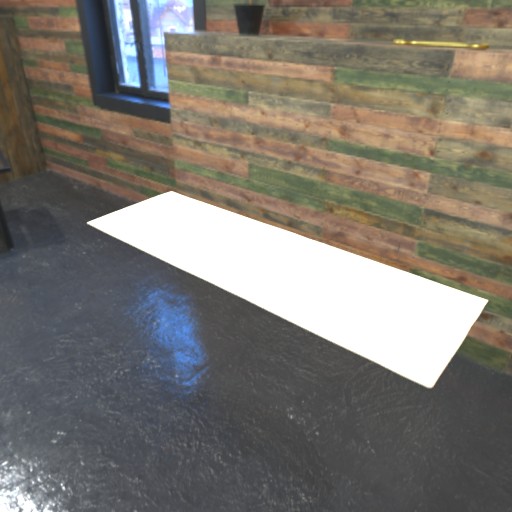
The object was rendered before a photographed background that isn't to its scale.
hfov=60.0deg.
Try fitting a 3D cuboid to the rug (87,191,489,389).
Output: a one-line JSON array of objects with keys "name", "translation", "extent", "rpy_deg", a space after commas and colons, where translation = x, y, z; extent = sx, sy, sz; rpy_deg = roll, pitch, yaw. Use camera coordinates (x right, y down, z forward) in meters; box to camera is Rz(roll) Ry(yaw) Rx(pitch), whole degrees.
[{"name": "rug", "translation": [0.000, 0.000, 2.689], "extent": [2.450, 0.014, 0.793], "rpy_deg": [22, 36, 34]}]
